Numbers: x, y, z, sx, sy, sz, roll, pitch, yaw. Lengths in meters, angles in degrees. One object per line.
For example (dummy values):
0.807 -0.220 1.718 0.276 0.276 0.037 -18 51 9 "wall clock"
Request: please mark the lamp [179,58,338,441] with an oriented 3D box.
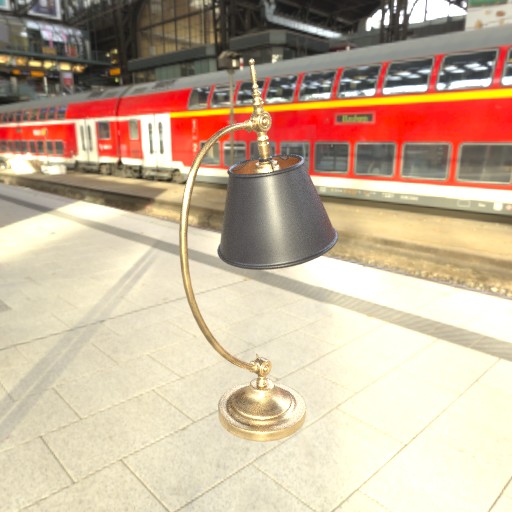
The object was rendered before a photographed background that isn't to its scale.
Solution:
0.000 0.000 0.823 0.235 0.675 0.344 14 21 43 "lamp"
